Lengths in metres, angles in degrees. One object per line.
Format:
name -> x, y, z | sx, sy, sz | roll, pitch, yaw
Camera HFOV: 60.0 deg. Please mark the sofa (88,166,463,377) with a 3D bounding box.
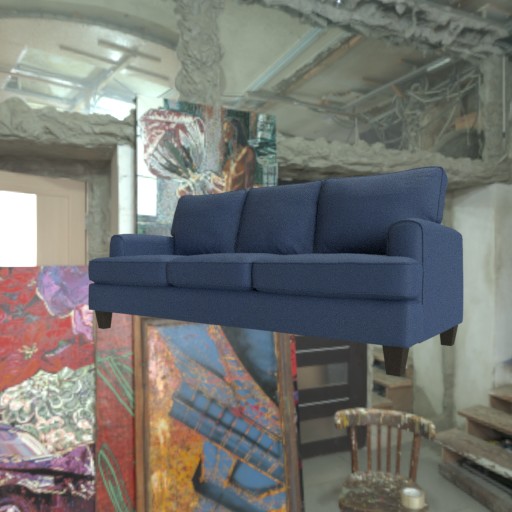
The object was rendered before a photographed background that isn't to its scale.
sofa -> 0.000, 0.000, 2.683 | 2.158, 0.965, 0.951 | 0, 0, 37
